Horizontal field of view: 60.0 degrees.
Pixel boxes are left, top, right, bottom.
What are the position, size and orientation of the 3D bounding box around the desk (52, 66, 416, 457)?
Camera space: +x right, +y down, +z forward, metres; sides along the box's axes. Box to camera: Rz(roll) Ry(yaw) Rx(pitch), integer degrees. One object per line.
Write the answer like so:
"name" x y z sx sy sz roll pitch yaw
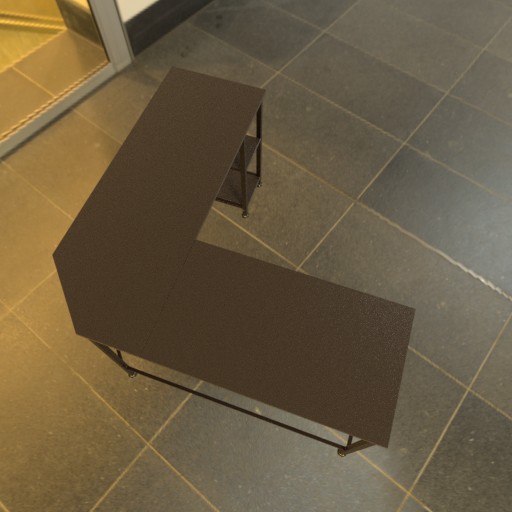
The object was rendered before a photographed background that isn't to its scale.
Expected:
"desk" 0.000 0.000 2.144 1.379 0.739 1.379 17 64 9
